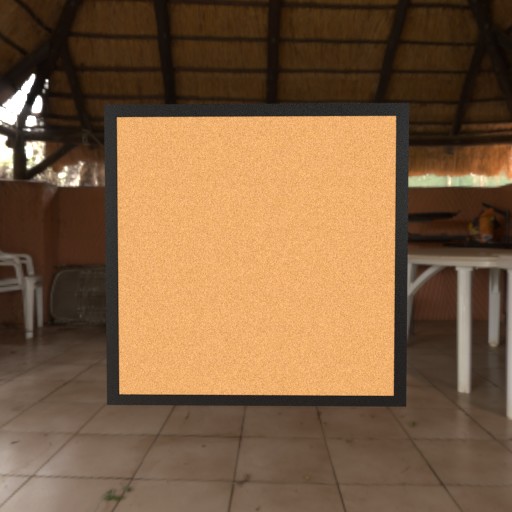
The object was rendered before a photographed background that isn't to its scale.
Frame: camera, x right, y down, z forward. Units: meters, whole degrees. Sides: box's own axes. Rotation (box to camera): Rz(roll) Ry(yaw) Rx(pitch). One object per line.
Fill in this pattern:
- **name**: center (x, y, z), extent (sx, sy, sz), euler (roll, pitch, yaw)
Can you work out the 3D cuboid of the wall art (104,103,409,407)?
- **wall art**: center (0.000, 0.000, 0.761), extent (0.506, 0.506, 0.038), euler (0, 2, 1)
